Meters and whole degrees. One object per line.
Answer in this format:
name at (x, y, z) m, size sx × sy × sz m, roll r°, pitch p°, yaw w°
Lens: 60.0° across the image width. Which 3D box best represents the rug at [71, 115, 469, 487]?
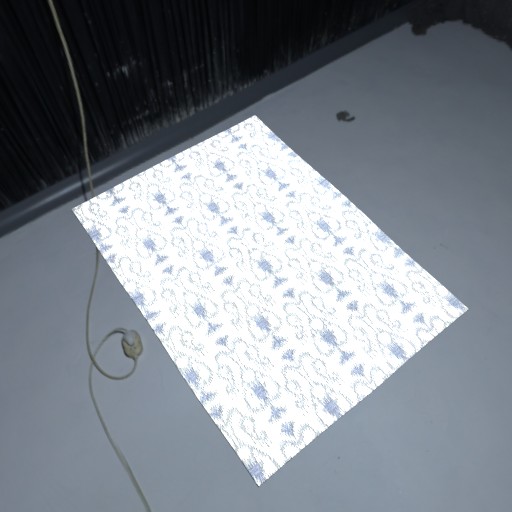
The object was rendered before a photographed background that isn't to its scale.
rug at (0.000, 0.000, 3.015) m, size 1.676 × 0.013 × 2.261 m, roll -33°, pitch 64°, yaw -18°
